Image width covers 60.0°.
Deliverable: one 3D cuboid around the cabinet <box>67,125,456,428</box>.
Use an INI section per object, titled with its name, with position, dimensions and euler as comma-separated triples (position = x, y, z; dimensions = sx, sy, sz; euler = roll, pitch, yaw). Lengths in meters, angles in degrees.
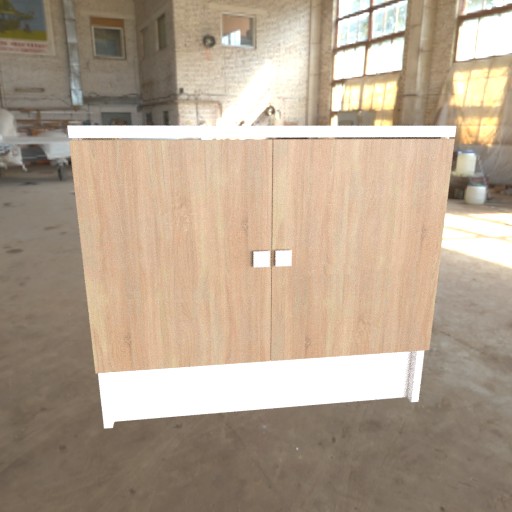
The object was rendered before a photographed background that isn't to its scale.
[cabinet]
position = 0.000, 0.000, 0.929
dimensions = 0.600, 0.522, 0.400
euler = -2, 16, -8
